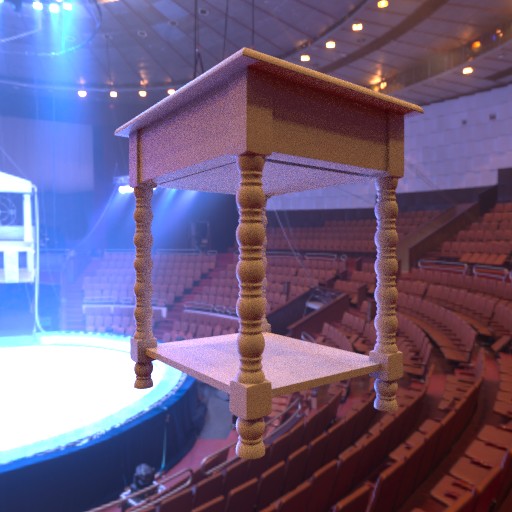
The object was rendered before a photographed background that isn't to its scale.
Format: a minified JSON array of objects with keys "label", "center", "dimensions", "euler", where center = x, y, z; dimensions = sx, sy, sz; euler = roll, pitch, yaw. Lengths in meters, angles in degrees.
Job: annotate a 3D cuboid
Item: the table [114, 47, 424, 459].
[{"label":"table","center":[0.000,0.000,0.836],"dimensions":[0.381,0.531,0.460],"euler":[0,1,-37]}]
